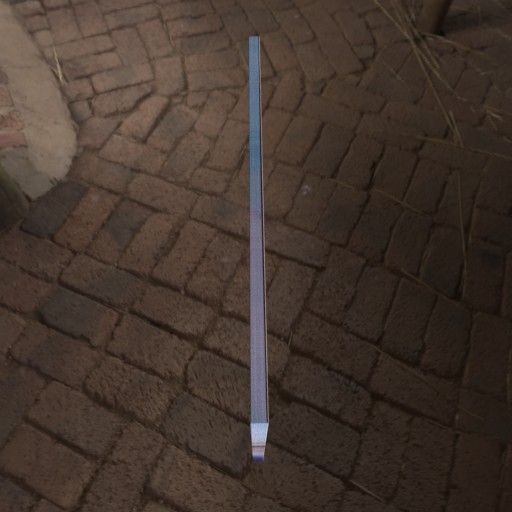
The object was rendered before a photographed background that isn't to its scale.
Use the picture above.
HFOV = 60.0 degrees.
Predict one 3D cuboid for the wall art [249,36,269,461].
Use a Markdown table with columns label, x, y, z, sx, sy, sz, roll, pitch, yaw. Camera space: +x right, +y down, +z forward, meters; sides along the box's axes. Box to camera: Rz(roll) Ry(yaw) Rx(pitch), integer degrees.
| label | x | y | z | sx | sy | sz | roll | pitch | yaw |
| --- | --- | --- | --- | --- | --- | --- | --- | --- | --- |
| wall art | 0.000 | 0.000 | 1.423 | 0.034 | 0.756 | 1.137 | -1 | 60 | 0 |
